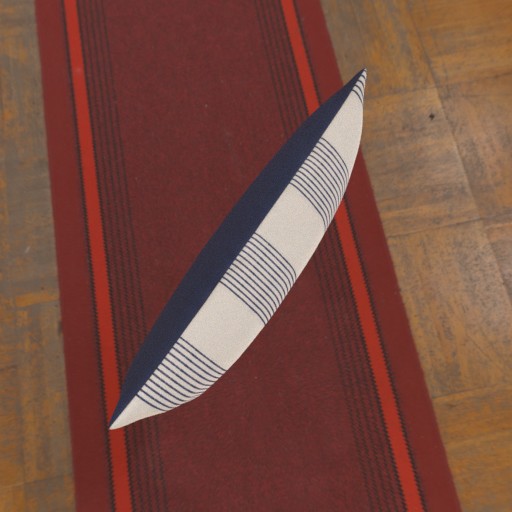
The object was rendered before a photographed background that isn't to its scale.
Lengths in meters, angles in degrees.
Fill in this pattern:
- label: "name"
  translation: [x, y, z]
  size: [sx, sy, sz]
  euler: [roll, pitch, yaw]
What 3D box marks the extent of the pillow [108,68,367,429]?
- label: "pillow"
  translation: [0.000, 0.000, 0.727]
  size: [0.151, 0.287, 0.610]
  euler: [33, 77, 8]
